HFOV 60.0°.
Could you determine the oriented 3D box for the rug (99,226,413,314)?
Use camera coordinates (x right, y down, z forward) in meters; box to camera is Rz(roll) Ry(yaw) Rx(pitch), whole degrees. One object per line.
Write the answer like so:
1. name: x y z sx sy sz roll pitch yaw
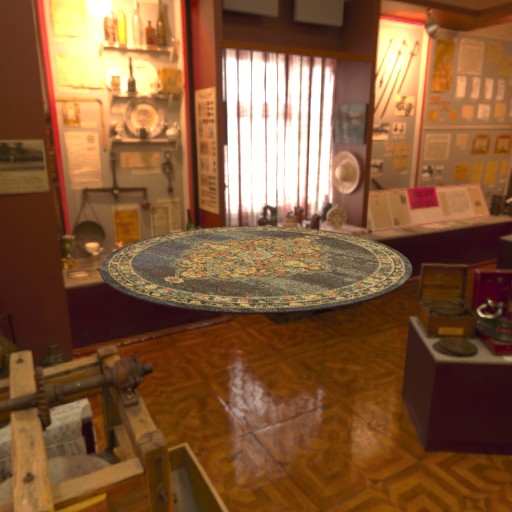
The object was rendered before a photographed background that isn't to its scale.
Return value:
1. rug: 0.000 0.000 2.379 1.591 0.010 1.591 0 15 0
